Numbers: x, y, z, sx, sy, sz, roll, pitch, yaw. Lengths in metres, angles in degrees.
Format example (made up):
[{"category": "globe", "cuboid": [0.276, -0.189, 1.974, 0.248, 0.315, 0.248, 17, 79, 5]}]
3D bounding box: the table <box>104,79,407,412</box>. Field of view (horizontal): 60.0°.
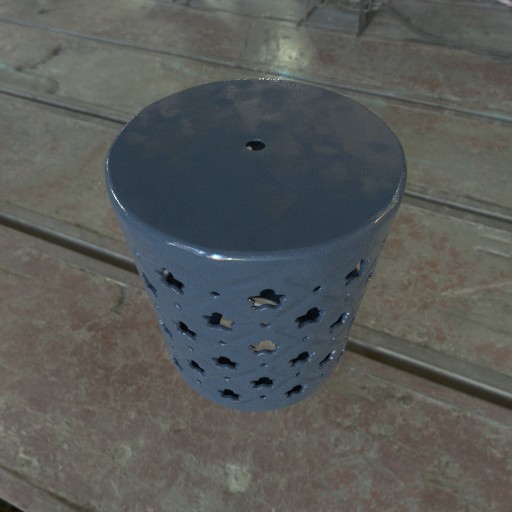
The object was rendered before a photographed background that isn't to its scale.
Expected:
[{"category": "table", "cuboid": [0.000, 0.000, 0.658, 0.352, 0.387, 0.352, 0, 48, 0]}]
